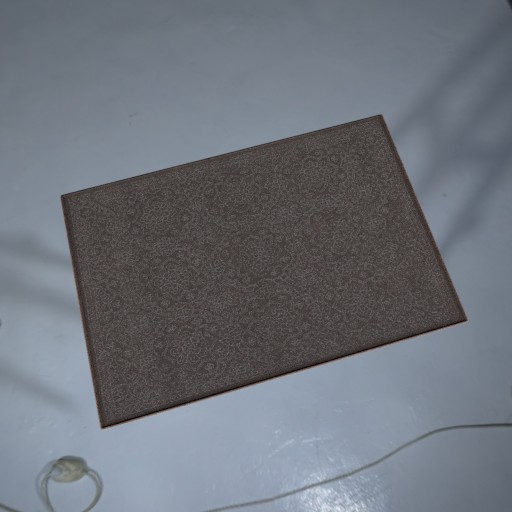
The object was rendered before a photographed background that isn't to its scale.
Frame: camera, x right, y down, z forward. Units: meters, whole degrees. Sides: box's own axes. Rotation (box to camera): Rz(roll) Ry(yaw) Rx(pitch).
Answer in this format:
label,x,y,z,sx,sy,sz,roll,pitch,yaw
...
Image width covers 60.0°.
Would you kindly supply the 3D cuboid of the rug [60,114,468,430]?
label,x,y,z,sx,sy,sz,roll,pitch,yaw
rug,0.000,0.000,2.839,2.286,0.011,1.524,-15,74,-4
